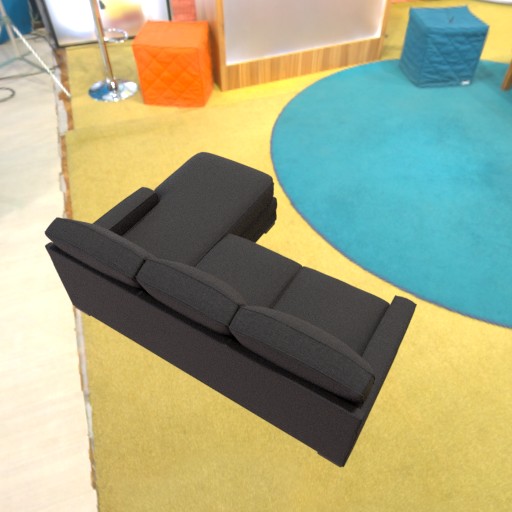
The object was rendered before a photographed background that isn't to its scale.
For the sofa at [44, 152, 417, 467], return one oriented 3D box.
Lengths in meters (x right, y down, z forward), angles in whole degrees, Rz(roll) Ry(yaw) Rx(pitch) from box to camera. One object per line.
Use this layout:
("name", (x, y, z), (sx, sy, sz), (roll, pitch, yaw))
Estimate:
("sofa", (0.000, 0.000, 3.338), (2.370, 0.973, 1.790), (24, 51, 21))
